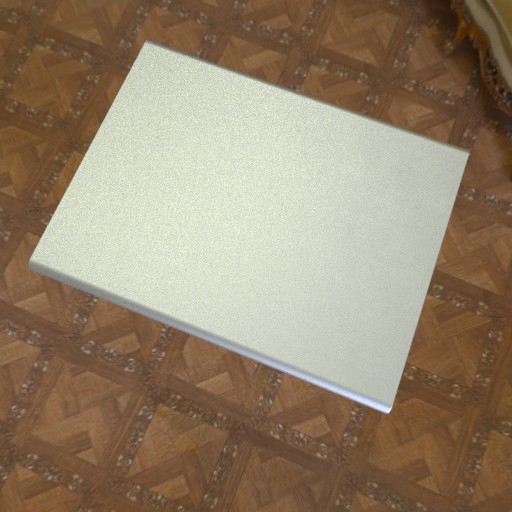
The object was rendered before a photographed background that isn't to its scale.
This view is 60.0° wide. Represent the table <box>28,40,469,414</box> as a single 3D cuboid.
[{"bbox_3d":[0.000,0.000,1.342,0.762,0.876,0.584,21,77,5],"label":"table"}]
